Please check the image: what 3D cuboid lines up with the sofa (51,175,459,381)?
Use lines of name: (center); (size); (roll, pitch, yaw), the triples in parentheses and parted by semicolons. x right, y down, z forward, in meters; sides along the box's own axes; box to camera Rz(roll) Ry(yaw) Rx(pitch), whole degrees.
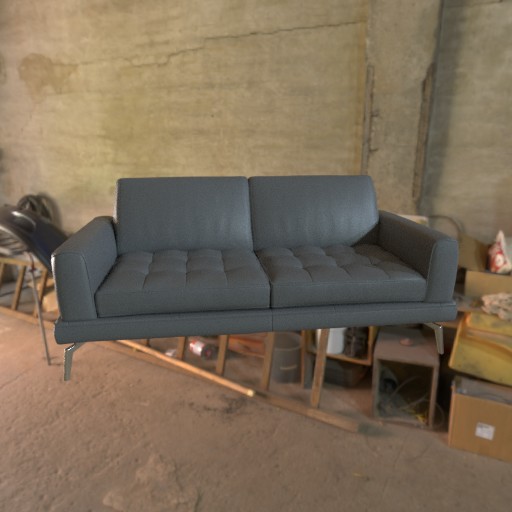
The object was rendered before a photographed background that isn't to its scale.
sofa: (0.000, 0.000, 2.769); (2.177, 0.930, 1.121); (-2, 15, -7)
